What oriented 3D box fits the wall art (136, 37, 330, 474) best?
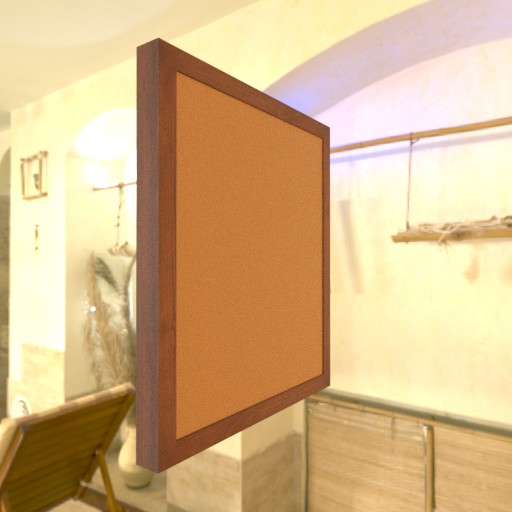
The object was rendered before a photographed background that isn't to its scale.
[{"bbox_3d":[0.000,0.000,0.529,0.030,0.381,0.330,0,0,36],"label":"wall art"}]
